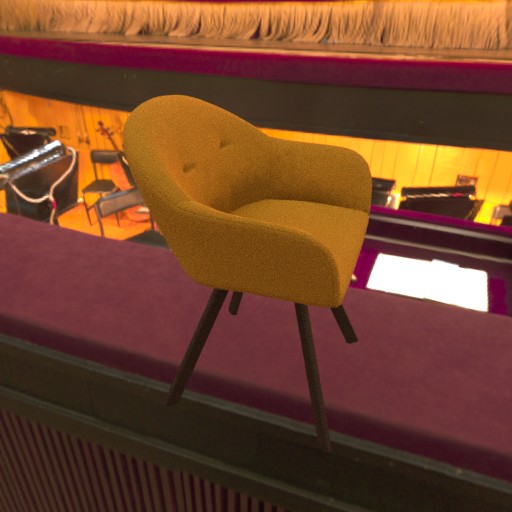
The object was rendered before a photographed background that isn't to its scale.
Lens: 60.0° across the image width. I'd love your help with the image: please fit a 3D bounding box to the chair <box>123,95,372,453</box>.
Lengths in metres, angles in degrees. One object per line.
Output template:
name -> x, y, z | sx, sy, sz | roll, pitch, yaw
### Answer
chair -> 0.000, 0.000, 1.179 | 0.565, 0.775, 0.545 | 10, 32, 17
